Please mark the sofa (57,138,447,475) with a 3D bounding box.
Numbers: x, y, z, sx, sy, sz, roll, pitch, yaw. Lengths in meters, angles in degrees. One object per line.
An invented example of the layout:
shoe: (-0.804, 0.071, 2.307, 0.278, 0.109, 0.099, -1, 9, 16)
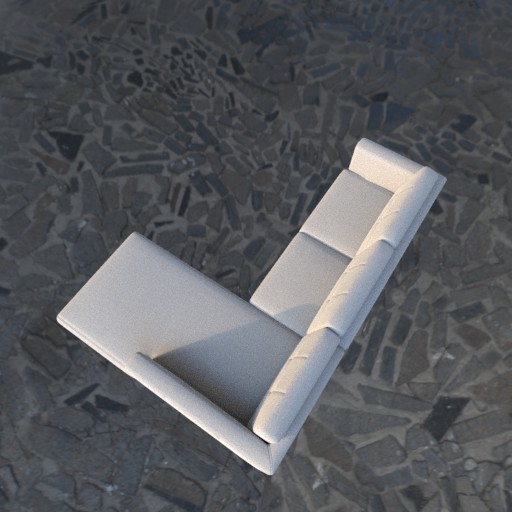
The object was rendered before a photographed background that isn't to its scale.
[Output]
sofa: (0.000, 0.000, 2.826, 1.530, 0.860, 2.040, 31, 68, 14)
